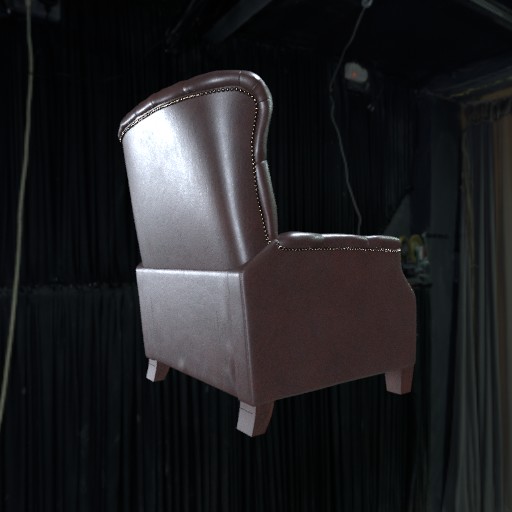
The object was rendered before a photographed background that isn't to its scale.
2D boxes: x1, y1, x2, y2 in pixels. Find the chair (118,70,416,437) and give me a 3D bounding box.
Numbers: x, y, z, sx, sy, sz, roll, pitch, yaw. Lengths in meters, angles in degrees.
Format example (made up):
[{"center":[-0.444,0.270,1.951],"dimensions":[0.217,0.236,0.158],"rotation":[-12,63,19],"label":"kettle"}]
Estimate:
[{"center":[0.000,0.000,1.458],"dimensions":[0.823,0.864,0.709],"rotation":[0,-1,-36],"label":"chair"}]
